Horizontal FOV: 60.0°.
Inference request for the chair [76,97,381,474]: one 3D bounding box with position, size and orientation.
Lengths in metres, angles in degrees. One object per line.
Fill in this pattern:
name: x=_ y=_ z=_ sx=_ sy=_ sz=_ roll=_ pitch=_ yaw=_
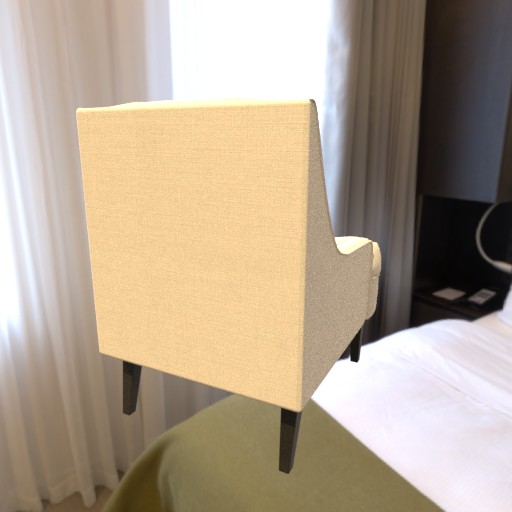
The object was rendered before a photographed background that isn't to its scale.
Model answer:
chair: x=0.000 y=0.000 z=1.408 sx=0.658 sy=0.891 sz=0.772 roll=8 pitch=17 yaw=27
